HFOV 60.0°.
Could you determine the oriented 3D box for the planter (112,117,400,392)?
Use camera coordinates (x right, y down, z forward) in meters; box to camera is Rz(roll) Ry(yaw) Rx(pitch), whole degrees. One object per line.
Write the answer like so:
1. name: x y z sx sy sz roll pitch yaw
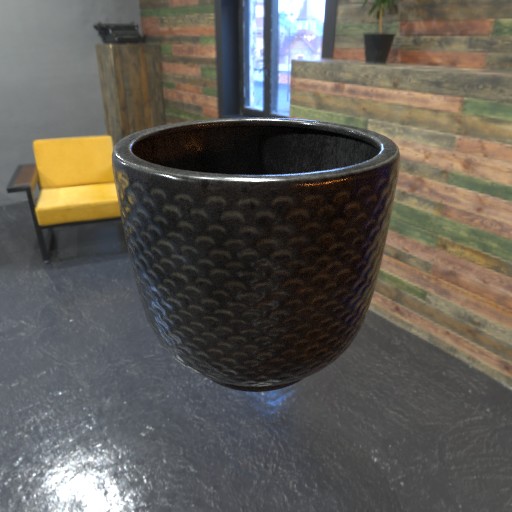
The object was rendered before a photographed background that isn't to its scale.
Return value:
1. planter: 0.000 0.000 0.249 0.140 0.129 0.140 0 26 0
